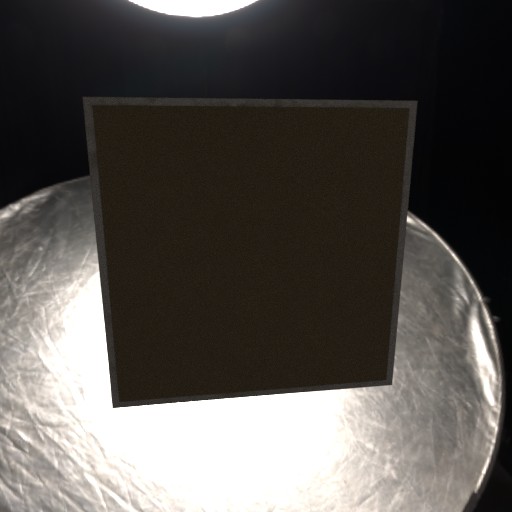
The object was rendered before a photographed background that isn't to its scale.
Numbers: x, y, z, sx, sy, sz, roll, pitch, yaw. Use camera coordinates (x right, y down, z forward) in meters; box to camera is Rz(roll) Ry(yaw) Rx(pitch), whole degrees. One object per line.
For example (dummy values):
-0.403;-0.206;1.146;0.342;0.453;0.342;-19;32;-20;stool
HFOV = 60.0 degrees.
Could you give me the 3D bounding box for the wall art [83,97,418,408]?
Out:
0.000;0.000;0.457;0.305;0.303;0.038;-2;15;-8;wall art
